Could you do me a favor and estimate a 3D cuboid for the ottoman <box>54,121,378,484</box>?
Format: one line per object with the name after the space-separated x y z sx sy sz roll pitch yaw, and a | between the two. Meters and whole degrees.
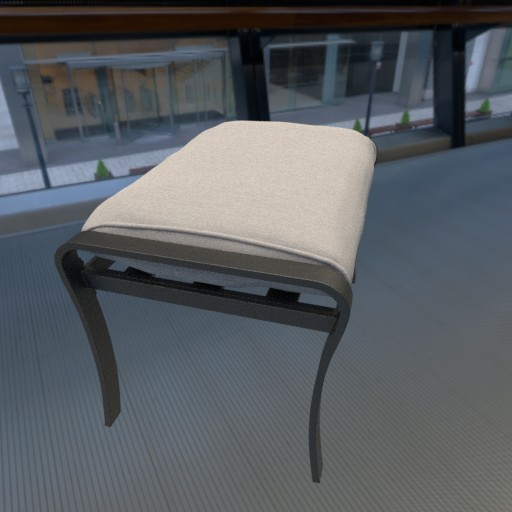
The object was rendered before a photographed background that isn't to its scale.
0.000 0.000 0.885 0.406 0.422 0.610 9 32 14 | ottoman
